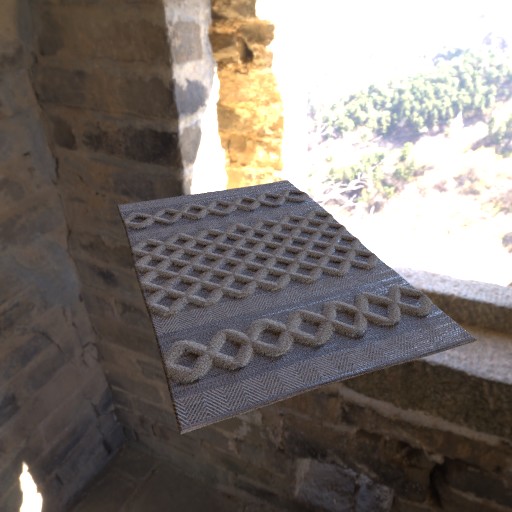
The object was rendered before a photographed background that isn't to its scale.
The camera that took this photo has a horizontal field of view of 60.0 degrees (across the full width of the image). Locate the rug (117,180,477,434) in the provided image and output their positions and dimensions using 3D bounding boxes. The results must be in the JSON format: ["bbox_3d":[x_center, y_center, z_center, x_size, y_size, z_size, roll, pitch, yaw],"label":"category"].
[{"bbox_3d":[0.000,0.000,2.318,1.222,0.030,1.823,-11,33,-18],"label":"rug"}]
